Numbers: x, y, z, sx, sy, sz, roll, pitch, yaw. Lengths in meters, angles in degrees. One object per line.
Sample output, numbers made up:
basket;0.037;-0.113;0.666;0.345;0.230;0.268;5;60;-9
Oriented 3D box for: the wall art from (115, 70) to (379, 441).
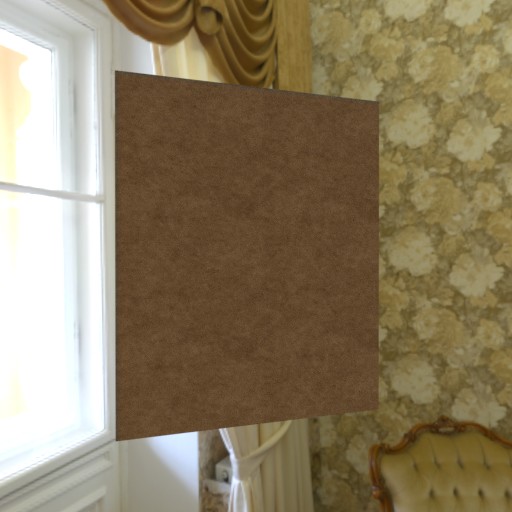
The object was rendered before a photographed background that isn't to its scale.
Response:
wall art;0.000;0.000;0.747;0.453;0.554;0.037;0;0;-18
